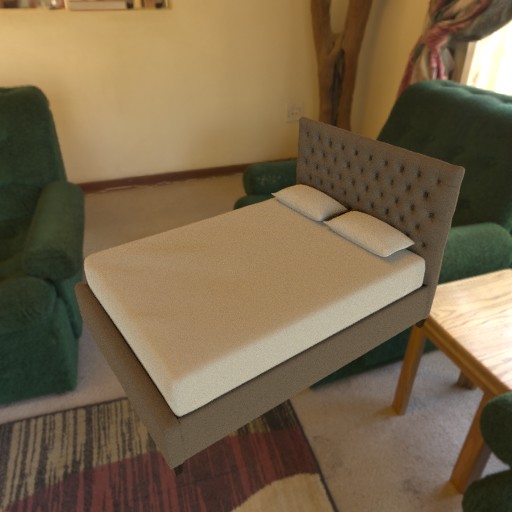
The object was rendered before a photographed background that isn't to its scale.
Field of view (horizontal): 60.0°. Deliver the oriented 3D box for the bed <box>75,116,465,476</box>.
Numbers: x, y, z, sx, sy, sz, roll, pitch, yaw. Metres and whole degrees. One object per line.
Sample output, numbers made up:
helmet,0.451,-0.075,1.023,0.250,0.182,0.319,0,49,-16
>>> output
bed,0.000,0.000,3.390,2.387,1.427,1.698,-21,37,-30
